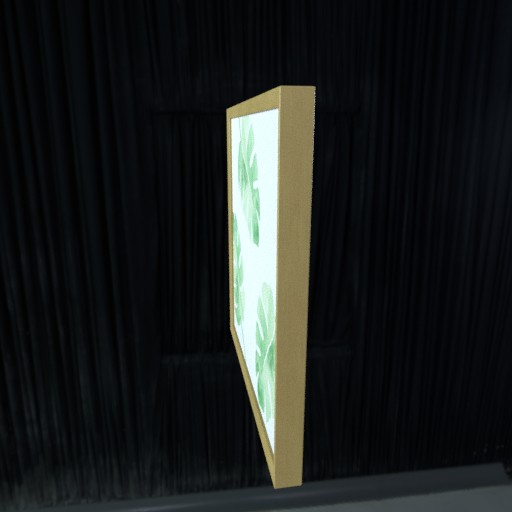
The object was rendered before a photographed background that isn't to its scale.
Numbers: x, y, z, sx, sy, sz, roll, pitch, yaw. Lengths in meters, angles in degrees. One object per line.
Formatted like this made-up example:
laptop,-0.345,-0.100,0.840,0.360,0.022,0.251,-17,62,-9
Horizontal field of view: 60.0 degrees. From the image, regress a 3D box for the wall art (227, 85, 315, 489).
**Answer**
wall art,0.000,0.000,0.770,0.038,0.508,0.508,-3,16,-10
